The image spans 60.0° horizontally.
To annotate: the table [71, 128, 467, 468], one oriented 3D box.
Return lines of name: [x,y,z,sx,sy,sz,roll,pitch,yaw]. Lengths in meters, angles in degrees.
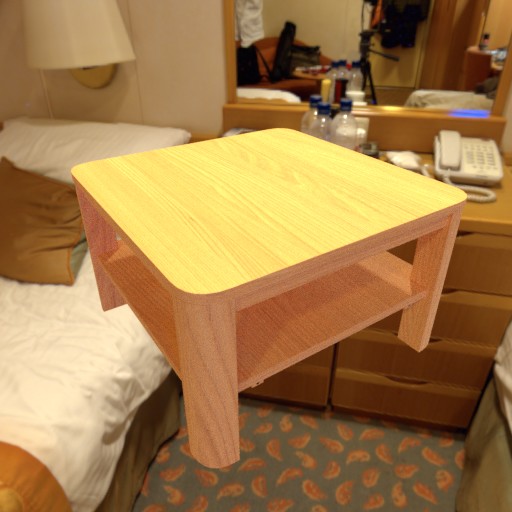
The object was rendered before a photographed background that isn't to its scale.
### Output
table: [0.000,0.000,1.237,0.750,0.450,0.750,-19,36,-29]
